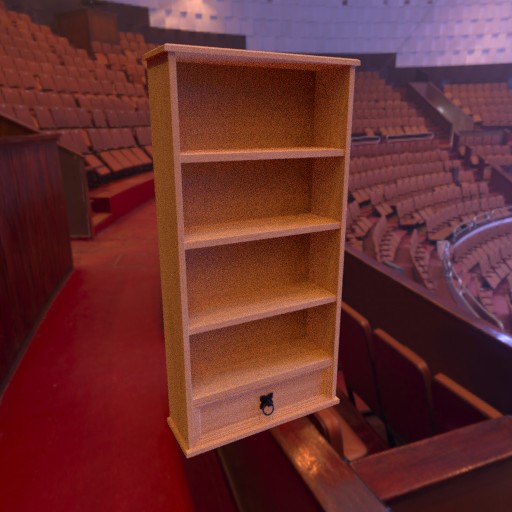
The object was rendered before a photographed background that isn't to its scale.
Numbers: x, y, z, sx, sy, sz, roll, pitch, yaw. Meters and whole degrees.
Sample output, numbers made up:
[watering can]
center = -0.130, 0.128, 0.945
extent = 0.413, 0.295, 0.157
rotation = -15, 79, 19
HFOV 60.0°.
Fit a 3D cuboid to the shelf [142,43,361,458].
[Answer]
[shelf]
center = 0.000, 0.000, 1.245
extent = 0.520, 1.030, 0.175
rotation = -9, 19, -27
